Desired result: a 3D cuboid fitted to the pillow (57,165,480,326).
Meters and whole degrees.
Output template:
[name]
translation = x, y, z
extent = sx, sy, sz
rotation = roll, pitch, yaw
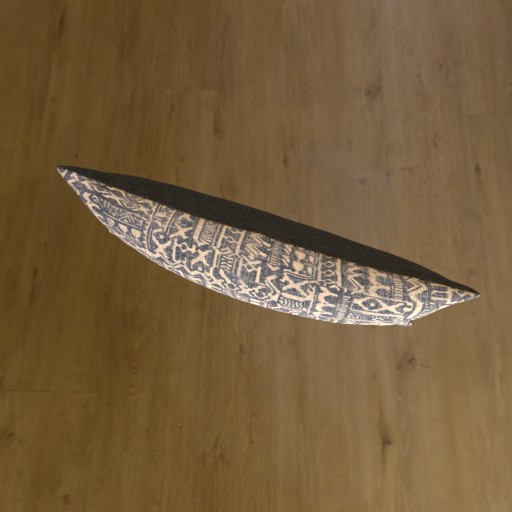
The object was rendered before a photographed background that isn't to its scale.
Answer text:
[pillow]
translation = 0.000, 0.000, 0.742
extent = 0.631, 0.292, 0.148
rotation = 17, 75, 5
